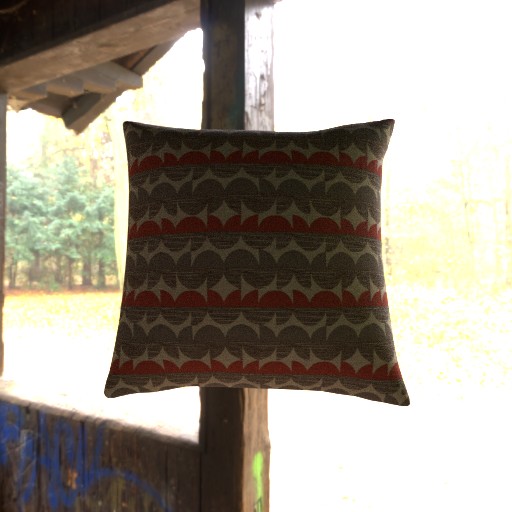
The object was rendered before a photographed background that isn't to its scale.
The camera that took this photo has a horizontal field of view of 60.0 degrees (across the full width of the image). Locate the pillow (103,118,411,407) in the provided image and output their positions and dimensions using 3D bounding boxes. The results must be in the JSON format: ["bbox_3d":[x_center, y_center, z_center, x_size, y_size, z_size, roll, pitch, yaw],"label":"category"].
[{"bbox_3d":[0.000,0.000,0.640,0.420,0.410,0.180,0,0,2],"label":"pillow"}]
